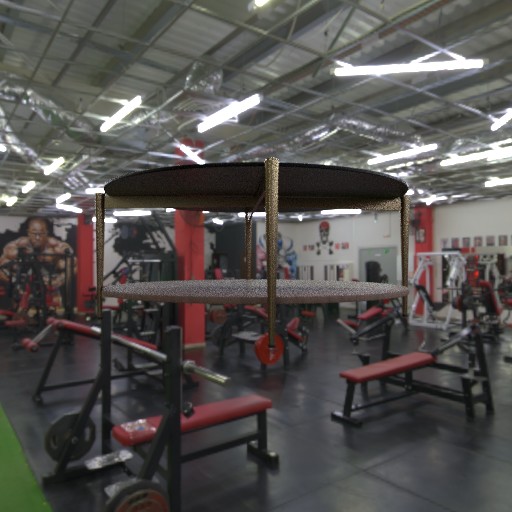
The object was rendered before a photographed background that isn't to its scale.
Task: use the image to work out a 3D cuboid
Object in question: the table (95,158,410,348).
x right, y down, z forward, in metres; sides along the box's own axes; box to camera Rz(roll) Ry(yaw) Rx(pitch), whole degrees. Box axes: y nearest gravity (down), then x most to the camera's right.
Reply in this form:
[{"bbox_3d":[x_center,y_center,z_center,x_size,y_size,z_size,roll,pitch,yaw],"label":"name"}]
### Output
[{"bbox_3d":[0.000,0.000,1.436,0.938,0.400,0.938,0,-1,-34],"label":"table"}]
